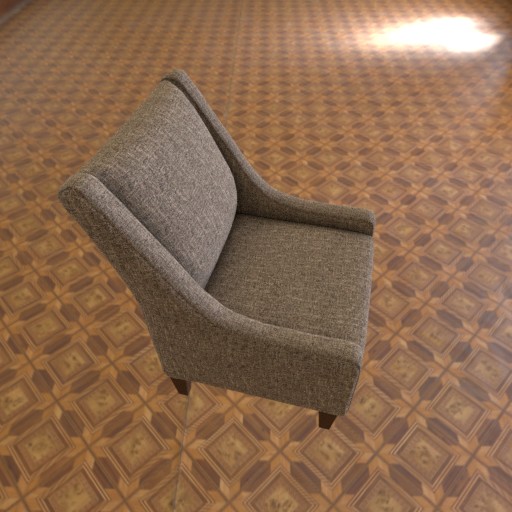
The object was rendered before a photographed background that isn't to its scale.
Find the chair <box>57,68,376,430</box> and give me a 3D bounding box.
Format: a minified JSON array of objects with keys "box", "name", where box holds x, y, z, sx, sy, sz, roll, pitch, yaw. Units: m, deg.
[{"box":[0.000,0.000,1.634,0.870,1.014,0.774,10,46,10],"name":"chair"}]
